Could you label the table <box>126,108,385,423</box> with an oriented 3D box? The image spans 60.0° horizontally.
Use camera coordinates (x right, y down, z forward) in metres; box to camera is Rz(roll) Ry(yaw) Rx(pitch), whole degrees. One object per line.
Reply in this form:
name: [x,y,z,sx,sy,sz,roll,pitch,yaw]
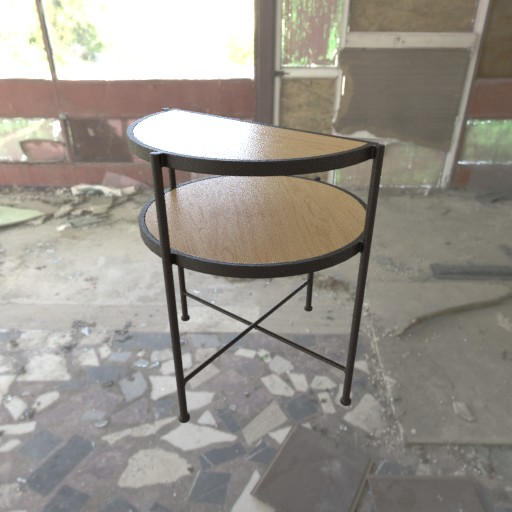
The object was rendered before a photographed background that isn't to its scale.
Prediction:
table: [0.000,0.000,1.173,0.629,0.684,0.628,20,35,32]
